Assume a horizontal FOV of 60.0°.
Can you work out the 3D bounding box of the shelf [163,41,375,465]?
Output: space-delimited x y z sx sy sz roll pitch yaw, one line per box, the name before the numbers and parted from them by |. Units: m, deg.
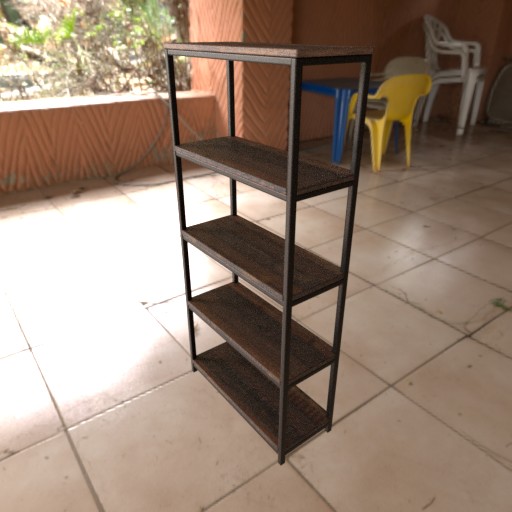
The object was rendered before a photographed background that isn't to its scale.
shelf | 0.000 0.000 2.160 0.359 1.860 0.874 -19 33 -33
